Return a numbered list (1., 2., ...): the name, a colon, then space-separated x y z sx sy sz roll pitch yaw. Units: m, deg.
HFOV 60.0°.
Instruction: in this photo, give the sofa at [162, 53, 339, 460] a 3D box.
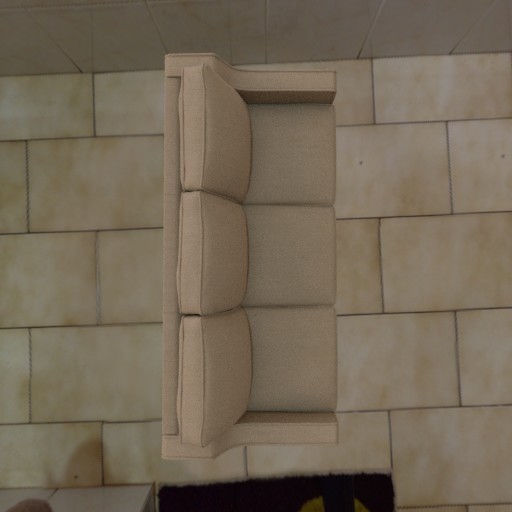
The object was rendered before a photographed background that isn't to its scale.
1. sofa: 0.000 0.000 2.499 0.911 0.974 1.986 0 88 1
